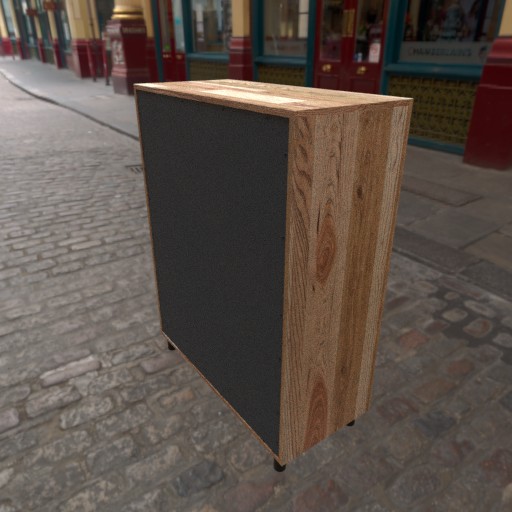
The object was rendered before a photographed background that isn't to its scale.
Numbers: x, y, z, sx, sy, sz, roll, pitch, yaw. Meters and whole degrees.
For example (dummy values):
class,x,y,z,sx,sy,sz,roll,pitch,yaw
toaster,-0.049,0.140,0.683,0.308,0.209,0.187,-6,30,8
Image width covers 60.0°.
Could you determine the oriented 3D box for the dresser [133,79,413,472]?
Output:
class,x,y,z,sx,sy,sz,roll,pitch,yaw
dresser,0.000,0.000,1.765,0.480,1.243,0.966,-17,30,-32
